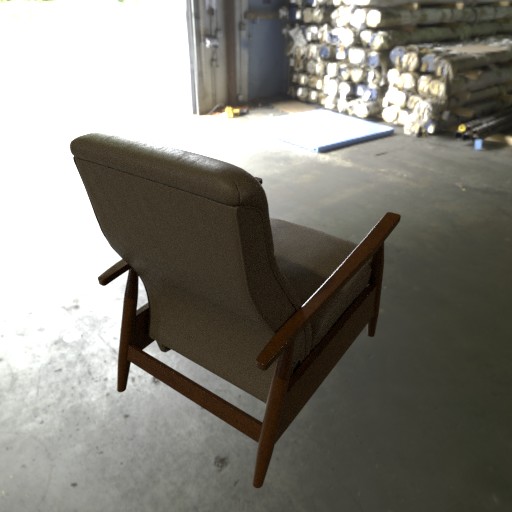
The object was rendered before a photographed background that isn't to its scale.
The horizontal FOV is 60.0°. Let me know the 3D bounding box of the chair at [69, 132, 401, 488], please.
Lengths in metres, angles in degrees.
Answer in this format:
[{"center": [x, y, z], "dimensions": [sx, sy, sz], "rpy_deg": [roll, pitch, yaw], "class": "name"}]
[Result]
[{"center": [0.000, 0.000, 1.722], "dimensions": [0.762, 1.082, 1.014], "rpy_deg": [20, 36, 30], "class": "chair"}]
